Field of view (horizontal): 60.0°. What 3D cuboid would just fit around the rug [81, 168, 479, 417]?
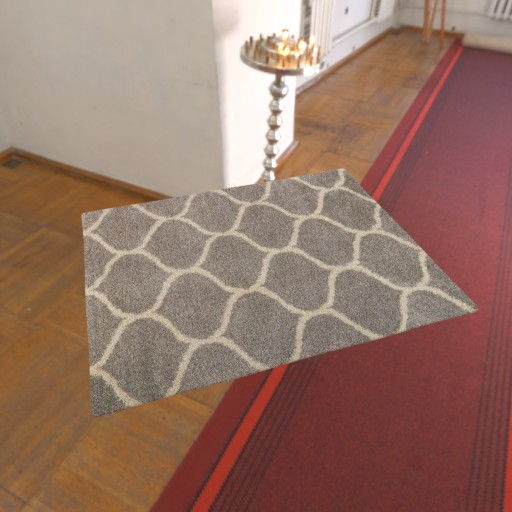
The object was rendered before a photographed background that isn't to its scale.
[{"bbox_3d":[0.000,0.000,4.058,3.000,0.026,2.399,-12,42,-14],"label":"rug"}]
